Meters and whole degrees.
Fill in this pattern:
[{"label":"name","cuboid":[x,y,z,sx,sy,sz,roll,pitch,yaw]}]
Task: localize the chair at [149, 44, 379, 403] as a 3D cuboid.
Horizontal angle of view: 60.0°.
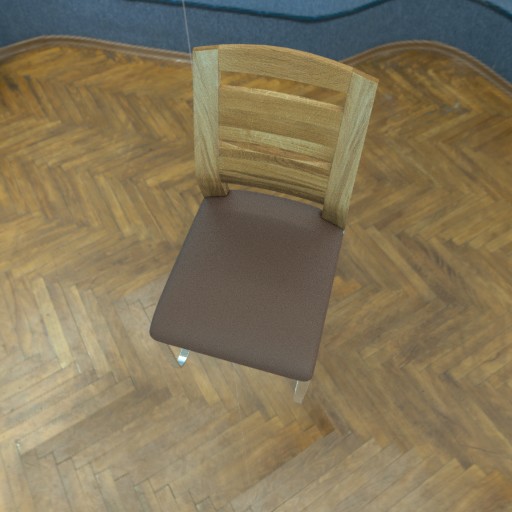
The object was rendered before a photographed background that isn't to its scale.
[{"label":"chair","cuboid":[0.000,0.000,1.256,0.460,0.970,0.570,14,59,8]}]
